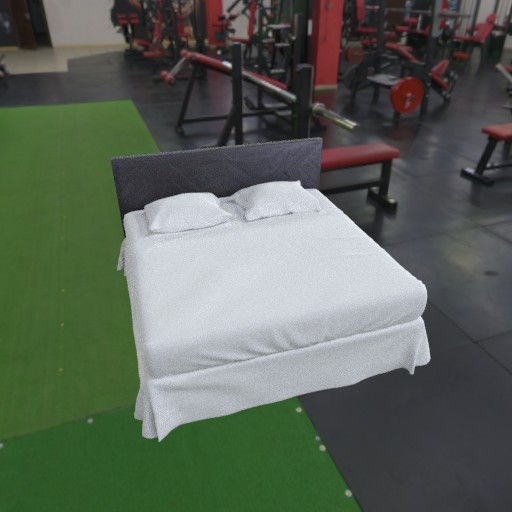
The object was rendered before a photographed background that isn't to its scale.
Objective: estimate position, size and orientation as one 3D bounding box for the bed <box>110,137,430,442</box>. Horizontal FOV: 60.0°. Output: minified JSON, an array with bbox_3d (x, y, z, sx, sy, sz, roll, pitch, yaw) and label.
[{"bbox_3d":[0.000,0.000,3.593,2.255,1.158,2.165,-9,33,-15],"label":"bed"}]
